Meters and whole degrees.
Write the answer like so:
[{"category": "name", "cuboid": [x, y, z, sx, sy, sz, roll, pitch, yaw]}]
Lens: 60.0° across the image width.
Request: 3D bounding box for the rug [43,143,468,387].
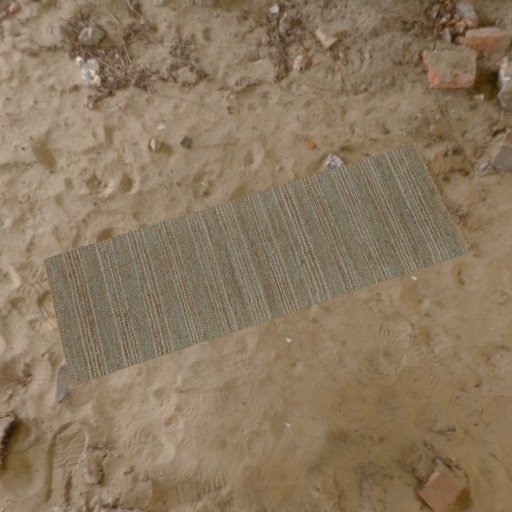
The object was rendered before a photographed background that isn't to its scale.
[{"category": "rug", "cuboid": [0.000, 0.000, 2.670, 2.438, 0.006, 0.783, -18, 76, -5]}]
